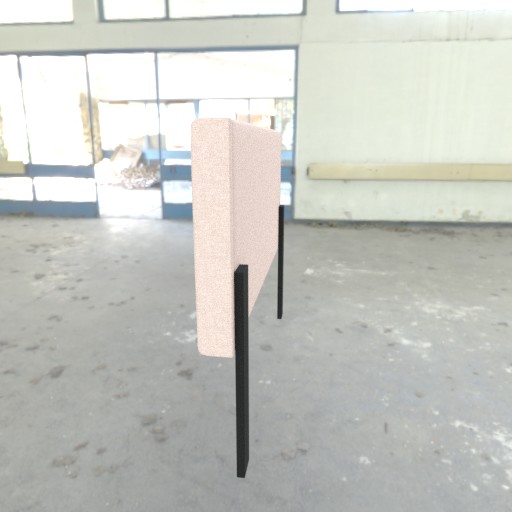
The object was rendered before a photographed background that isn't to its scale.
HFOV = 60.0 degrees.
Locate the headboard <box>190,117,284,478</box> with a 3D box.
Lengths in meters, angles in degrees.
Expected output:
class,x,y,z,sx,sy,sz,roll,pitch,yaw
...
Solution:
class,x,y,z,sx,sy,sz,roll,pitch,yaw
headboard,0.000,0.000,2.722,0.184,1.524,2.051,2,14,8
